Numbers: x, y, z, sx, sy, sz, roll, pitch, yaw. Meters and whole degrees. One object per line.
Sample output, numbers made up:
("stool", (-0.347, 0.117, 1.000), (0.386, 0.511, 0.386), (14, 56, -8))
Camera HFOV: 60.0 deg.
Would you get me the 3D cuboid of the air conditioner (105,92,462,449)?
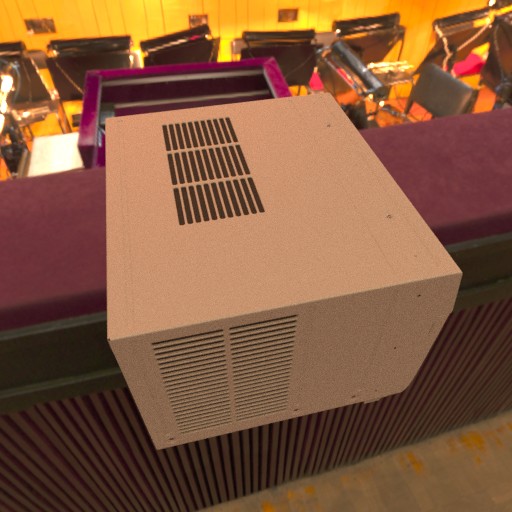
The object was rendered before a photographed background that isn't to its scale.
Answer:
("air conditioner", (0.000, 0.000, 1.068), (0.599, 0.455, 0.645), (-10, 48, -9))
